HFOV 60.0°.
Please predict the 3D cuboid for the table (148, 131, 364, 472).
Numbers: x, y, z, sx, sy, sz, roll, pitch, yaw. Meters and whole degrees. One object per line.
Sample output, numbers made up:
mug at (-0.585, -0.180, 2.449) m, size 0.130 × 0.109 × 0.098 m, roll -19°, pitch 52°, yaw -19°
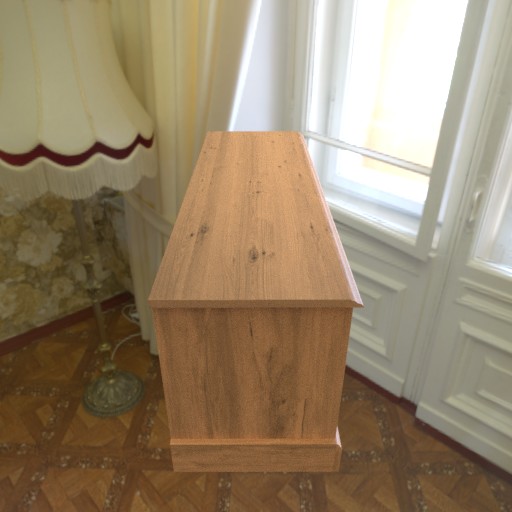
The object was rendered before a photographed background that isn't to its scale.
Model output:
table at (0.000, 0.000, 1.462) m, size 0.400 × 0.510 × 1.200 m, roll 0°, pitch 30°, yaw 0°
